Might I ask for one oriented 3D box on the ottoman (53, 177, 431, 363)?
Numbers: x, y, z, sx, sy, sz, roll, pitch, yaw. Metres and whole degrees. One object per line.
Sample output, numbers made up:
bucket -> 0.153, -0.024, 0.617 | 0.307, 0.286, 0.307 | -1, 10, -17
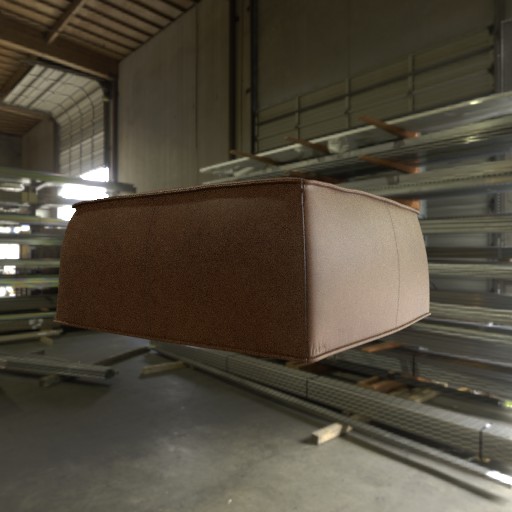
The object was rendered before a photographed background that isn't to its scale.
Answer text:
ottoman -> 0.000, 0.000, 1.399 | 0.901, 0.395, 0.902 | 0, 0, 35
